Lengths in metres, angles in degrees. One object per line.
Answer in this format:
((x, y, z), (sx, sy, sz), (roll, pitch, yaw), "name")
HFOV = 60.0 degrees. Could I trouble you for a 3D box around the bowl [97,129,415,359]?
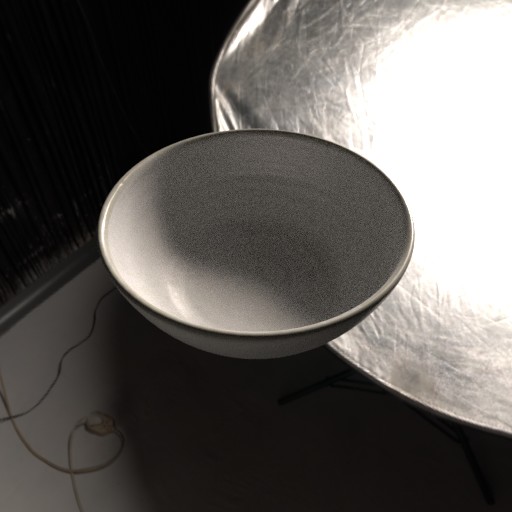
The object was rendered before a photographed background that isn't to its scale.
((0.000, 0.000, 0.426), (0.268, 0.121, 0.268), (0, 46, 0), "bowl")
